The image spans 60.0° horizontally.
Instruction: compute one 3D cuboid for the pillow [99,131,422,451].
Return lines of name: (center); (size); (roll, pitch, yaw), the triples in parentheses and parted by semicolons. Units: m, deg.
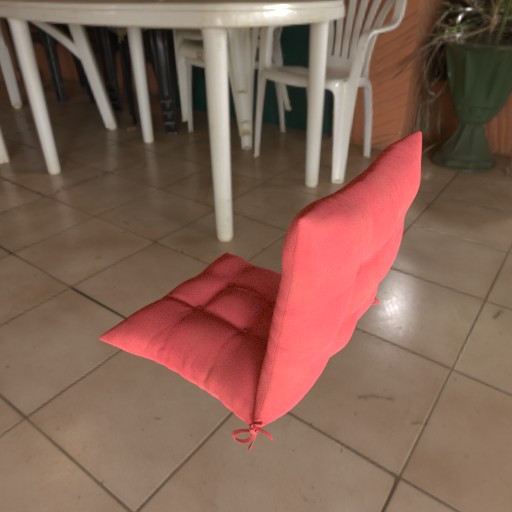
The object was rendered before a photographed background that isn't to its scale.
pillow: (0.000, 0.000, 1.002); (0.585, 0.536, 0.541); (20, 37, 29)
